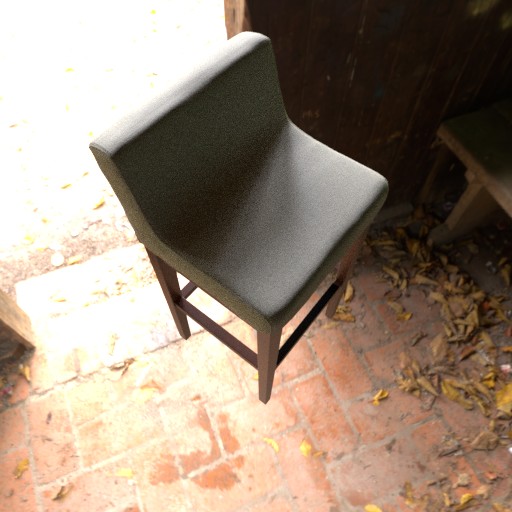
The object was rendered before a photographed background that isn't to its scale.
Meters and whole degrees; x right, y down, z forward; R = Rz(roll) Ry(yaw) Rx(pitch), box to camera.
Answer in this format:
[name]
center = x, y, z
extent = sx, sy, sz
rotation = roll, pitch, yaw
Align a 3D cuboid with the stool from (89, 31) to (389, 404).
[stool]
center = 0.000, 0.000, 1.334
extent = 0.500, 1.037, 0.511
rotation = 34, 64, 19
